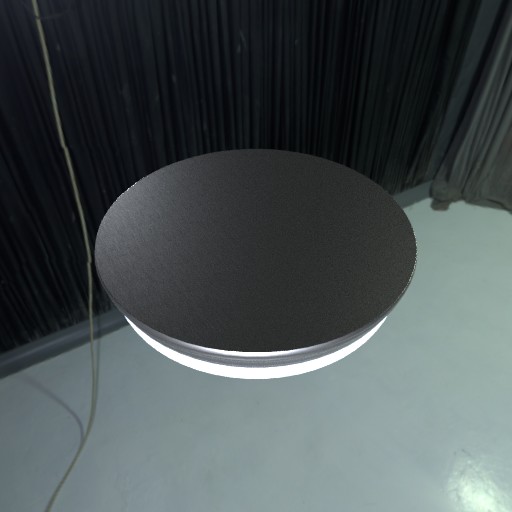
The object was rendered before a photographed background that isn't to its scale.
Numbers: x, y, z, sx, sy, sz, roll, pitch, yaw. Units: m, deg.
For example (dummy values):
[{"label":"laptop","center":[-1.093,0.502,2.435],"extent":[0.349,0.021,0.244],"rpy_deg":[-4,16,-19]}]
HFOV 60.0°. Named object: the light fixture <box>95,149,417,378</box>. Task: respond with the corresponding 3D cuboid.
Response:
[{"label":"light fixture","center":[0.000,0.000,0.554],"extent":[0.368,0.100,0.368],"rpy_deg":[0,42,0]}]
